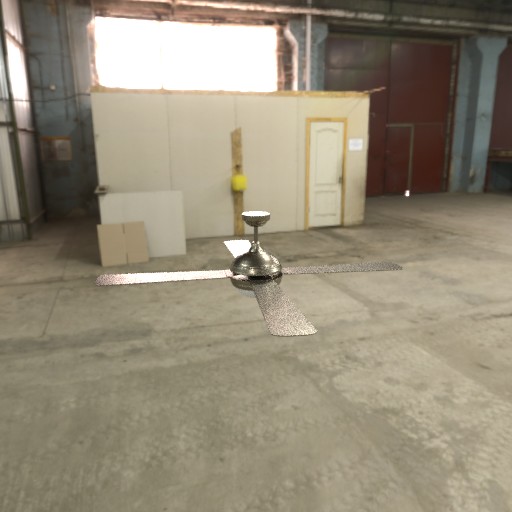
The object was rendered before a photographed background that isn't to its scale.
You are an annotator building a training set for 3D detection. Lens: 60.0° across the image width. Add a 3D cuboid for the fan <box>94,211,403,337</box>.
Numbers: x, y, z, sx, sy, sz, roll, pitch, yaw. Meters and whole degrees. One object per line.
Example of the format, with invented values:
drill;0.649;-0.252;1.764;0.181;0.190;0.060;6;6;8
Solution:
fan;0.000;0.000;1.980;1.321;0.381;1.321;3;14;10
